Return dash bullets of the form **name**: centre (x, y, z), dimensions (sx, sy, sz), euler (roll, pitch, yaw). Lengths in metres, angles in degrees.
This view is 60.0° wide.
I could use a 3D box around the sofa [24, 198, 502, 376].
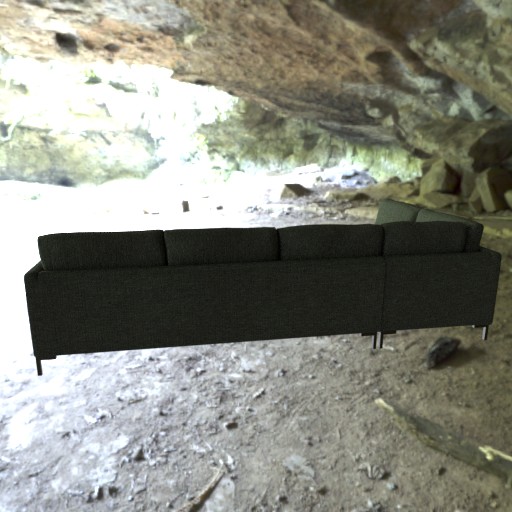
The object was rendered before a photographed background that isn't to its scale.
- **sofa**: centre (0.000, 0.000, 3.618), dimensions (2.949, 0.815, 2.007), euler (-2, 14, -9)
